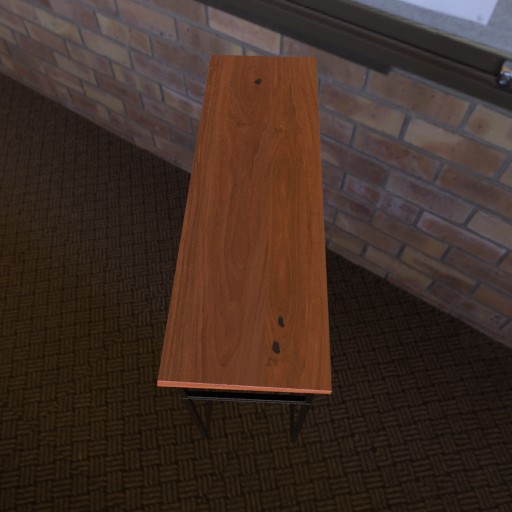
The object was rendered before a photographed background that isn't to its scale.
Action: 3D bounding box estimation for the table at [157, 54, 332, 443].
[{"bbox_3d":[0.000,0.000,1.494,0.350,0.750,1.100,2,57,1],"label":"table"}]
